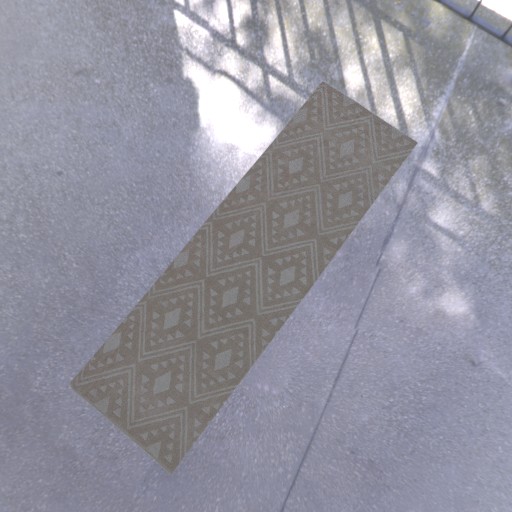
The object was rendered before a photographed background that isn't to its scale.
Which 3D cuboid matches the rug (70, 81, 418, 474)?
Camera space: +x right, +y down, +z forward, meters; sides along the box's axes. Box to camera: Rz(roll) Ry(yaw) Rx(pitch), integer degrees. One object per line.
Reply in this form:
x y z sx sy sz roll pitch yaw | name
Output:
0.000 0.000 2.651 0.752 0.051 2.452 37 79 9 | rug
